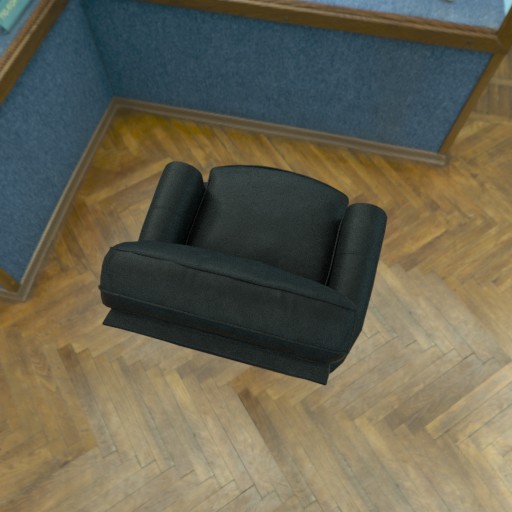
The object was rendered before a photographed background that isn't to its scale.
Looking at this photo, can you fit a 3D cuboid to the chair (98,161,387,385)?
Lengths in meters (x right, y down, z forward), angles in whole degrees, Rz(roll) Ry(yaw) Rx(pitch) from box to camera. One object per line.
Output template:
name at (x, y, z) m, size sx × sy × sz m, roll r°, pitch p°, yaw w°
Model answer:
chair at (0.000, 0.000, 1.758) m, size 0.936 × 1.018 × 0.986 m, roll 14°, pitch 64°, yaw 7°
